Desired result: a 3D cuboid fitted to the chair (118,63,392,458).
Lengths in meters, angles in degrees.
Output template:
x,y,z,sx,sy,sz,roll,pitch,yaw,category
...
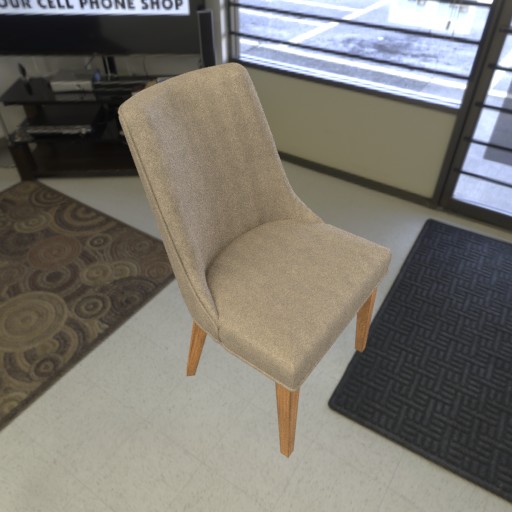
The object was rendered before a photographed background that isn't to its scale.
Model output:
x,y,z,sx,sy,sz,roll,pitch,yaw,category
0.000,0.000,1.304,0.636,0.916,0.548,26,48,27,chair
